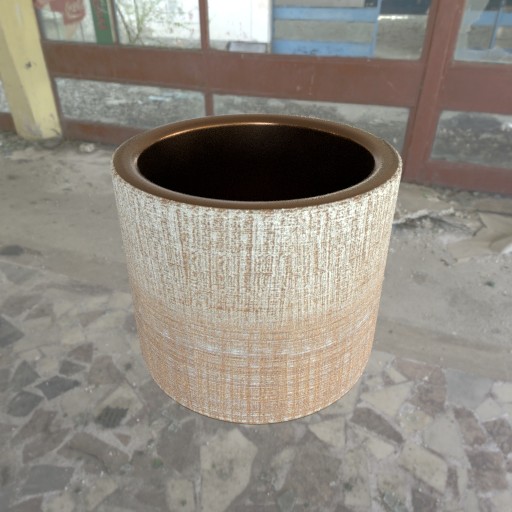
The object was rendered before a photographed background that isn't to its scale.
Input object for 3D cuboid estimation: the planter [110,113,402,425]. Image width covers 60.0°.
[{"bbox_3d":[0.000,0.000,0.192,0.109,0.096,0.109,0,32,0],"label":"planter"}]
